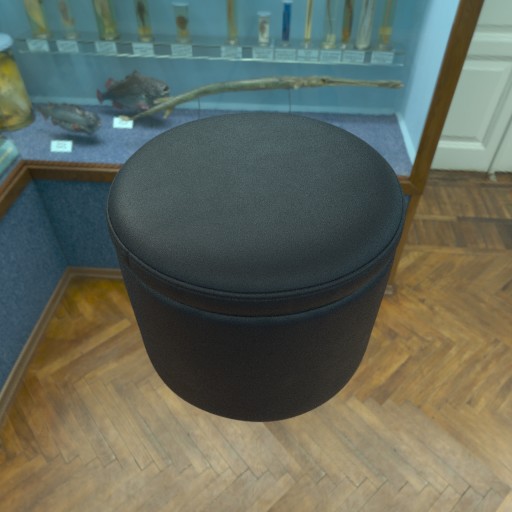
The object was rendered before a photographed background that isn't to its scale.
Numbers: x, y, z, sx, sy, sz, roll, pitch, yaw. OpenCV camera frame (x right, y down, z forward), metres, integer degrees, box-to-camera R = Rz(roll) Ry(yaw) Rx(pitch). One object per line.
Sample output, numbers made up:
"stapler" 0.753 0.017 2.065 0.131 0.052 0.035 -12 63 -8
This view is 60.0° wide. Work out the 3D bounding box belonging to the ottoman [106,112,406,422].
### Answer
"ottoman" 0.000 0.000 0.869 0.501 0.409 0.501 0 45 0
